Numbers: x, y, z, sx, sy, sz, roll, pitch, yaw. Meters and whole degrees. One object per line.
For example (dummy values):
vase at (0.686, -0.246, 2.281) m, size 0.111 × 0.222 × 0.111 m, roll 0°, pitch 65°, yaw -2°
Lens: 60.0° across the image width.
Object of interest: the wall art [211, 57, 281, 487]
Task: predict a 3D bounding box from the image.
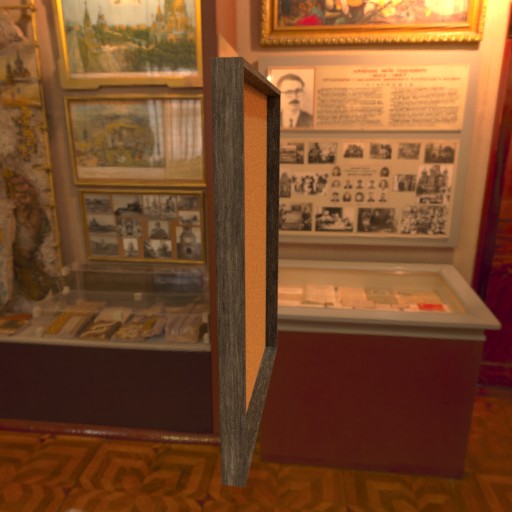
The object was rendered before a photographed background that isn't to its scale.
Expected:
wall art at (0.000, 0.000, 1.364) m, size 0.063 × 1.016 × 0.762 m, roll 2°, pitch 16°, yaw 8°
